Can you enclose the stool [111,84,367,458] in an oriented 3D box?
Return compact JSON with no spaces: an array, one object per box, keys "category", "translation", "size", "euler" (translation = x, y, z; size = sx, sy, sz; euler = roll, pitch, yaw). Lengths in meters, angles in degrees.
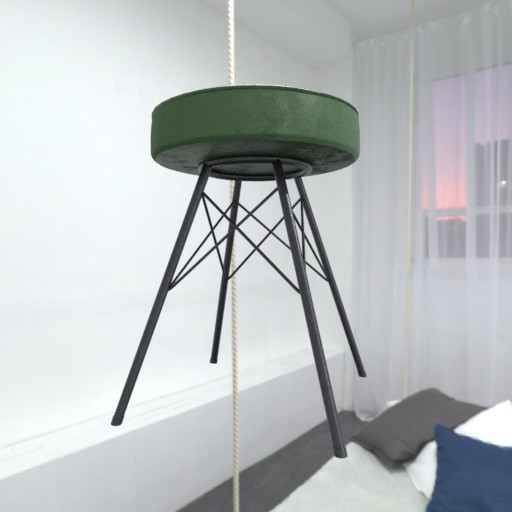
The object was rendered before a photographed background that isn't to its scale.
[{"category":"stool","translation":[0.000,0.000,0.937],"size":[0.430,0.595,0.457],"euler":[0,1,18]}]
